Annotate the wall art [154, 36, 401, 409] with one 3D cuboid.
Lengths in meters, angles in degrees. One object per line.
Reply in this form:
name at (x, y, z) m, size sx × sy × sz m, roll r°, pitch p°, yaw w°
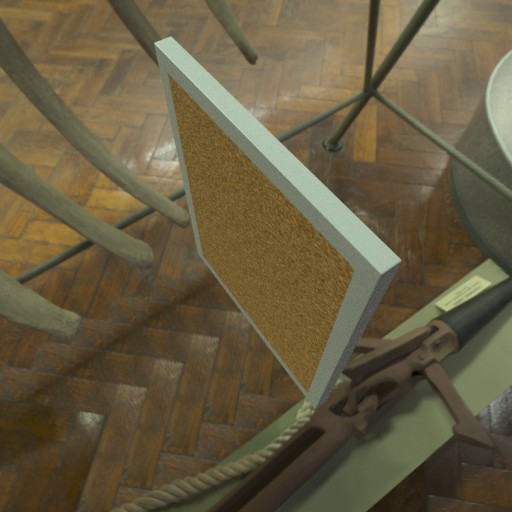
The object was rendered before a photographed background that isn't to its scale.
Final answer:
wall art at (0.000, 0.000, 0.759) m, size 0.028 × 0.556 × 0.454 m, roll -31°, pitch 63°, yaw -18°
